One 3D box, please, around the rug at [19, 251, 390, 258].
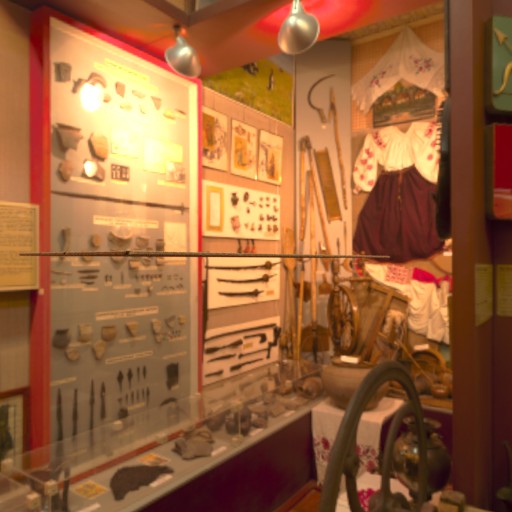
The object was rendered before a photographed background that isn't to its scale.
[{"bbox_3d":[0.000,0.000,2.684,0.762,0.012,2.438,0,-1,37],"label":"rug"}]
